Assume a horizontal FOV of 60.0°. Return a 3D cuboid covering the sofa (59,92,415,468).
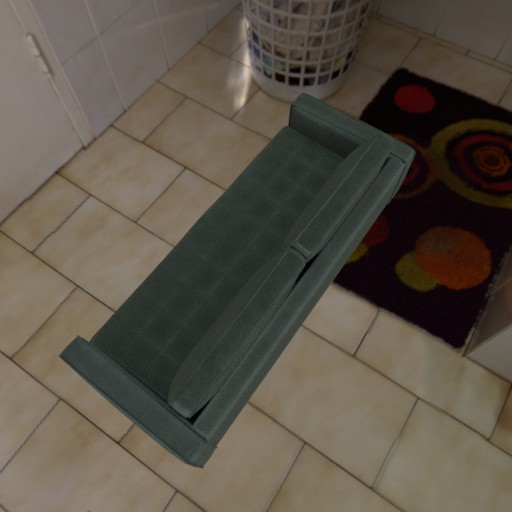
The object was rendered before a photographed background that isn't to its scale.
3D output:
[{"bbox_3d":[0.000,0.000,2.623,0.886,0.781,2.214,33,68,15],"label":"sofa"}]
